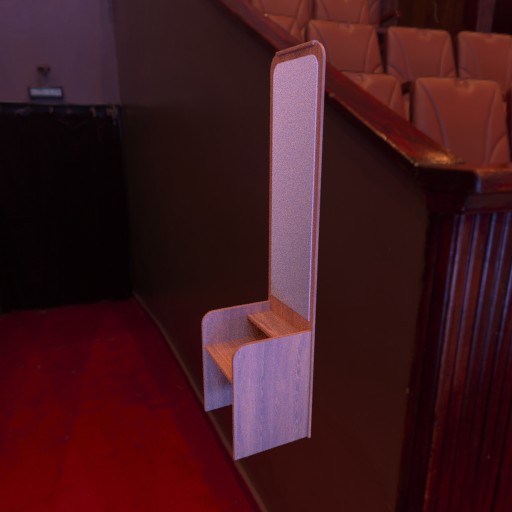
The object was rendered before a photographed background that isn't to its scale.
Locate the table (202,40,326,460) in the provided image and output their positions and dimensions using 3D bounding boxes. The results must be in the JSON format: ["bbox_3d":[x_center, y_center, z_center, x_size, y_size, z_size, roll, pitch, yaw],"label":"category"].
[{"bbox_3d":[0.000,0.000,2.084,0.420,1.830,0.450,-7,18,-24],"label":"table"}]
